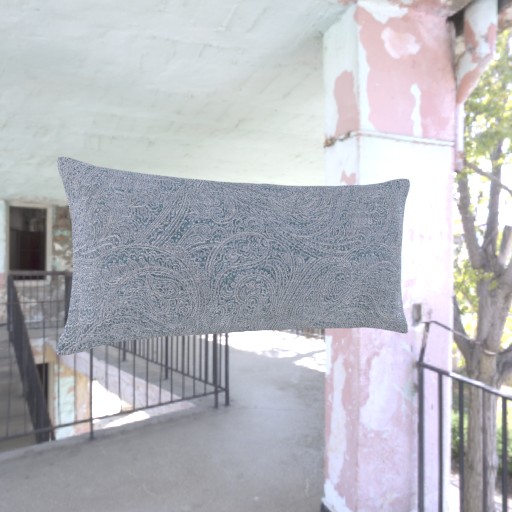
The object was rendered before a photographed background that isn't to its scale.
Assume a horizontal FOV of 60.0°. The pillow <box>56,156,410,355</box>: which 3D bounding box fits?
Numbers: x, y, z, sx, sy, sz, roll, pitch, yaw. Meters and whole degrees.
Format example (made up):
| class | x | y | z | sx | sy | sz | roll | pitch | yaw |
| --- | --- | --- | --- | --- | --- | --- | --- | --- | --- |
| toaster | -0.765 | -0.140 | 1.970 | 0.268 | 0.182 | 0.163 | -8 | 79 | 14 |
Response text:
| class | x | y | z | sx | sy | sz | roll | pitch | yaw |
| --- | --- | --- | --- | --- | --- | --- | --- | --- | --- |
| pillow | 0.000 | 0.000 | 0.746 | 0.615 | 0.295 | 0.151 | 0 | -1 | -18 |
